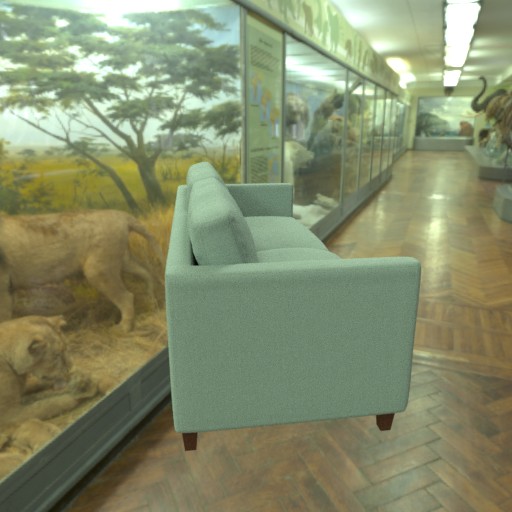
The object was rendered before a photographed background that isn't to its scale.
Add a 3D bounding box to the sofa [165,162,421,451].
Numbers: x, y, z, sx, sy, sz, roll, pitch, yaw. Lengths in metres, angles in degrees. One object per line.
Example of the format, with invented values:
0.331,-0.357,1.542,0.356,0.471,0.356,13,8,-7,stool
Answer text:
0.000,0.000,2.633,0.951,0.965,2.208,-2,17,-8,sofa
